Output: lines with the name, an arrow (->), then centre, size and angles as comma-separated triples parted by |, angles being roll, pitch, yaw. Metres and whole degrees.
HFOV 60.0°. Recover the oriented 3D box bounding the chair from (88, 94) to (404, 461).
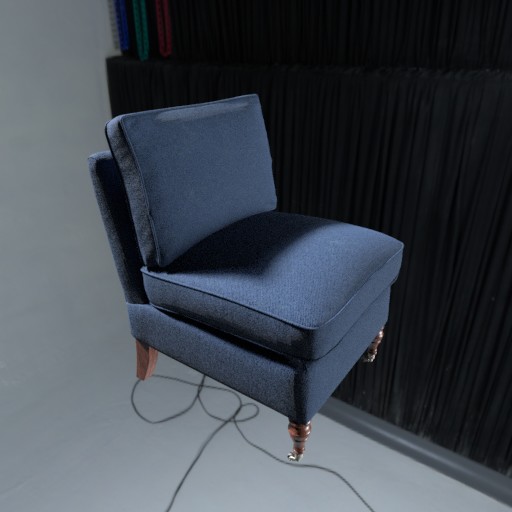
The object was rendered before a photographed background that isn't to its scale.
chair -> 0.000, 0.000, 1.646 | 0.912, 1.052, 0.724 | 17, 31, 31
